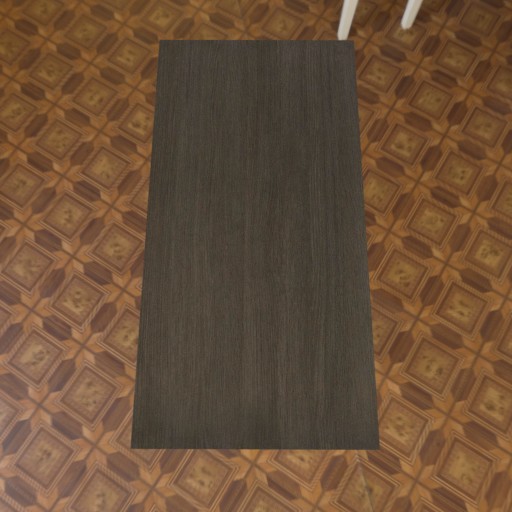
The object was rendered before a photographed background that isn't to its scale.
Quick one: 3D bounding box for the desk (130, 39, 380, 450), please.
[{"bbox_3d":[0.000,0.000,1.487,0.560,0.730,1.096,0,75,0],"label":"desk"}]
